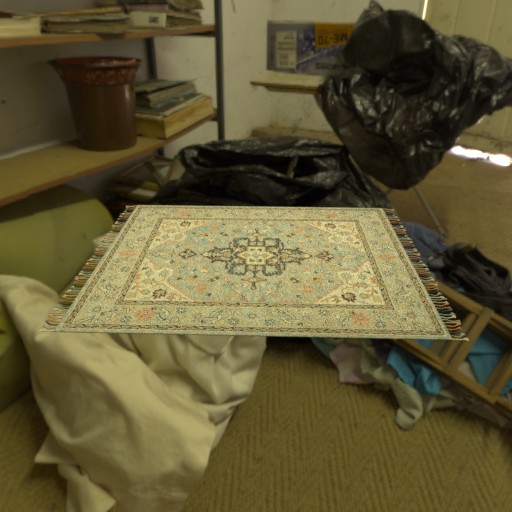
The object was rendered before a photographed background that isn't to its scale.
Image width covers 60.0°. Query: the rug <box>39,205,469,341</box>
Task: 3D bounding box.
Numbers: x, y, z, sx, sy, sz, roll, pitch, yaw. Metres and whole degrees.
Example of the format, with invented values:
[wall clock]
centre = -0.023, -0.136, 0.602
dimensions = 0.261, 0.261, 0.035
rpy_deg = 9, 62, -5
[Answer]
[rug]
centre = 0.000, 0.000, 3.547
dimensions = 2.651, 0.010, 1.971
rpy_deg = 1, 30, 2
